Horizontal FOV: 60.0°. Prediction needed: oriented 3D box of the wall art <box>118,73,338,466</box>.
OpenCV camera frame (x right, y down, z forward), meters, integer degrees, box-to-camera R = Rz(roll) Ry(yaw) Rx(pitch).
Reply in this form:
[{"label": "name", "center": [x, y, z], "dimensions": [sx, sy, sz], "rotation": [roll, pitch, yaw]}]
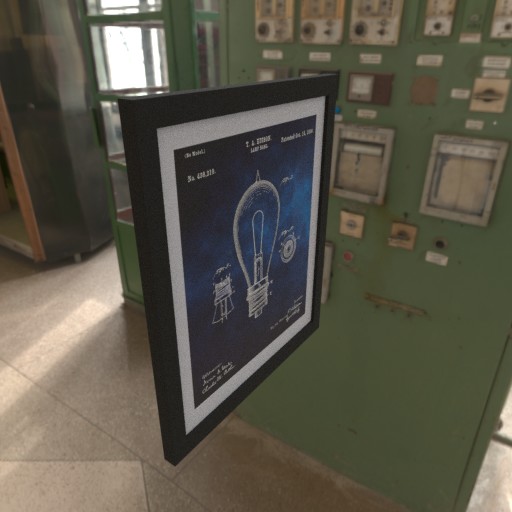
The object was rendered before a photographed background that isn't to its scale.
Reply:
[{"label": "wall art", "center": [0.000, 0.000, 0.692], "dimensions": [0.023, 0.505, 0.428], "rotation": [18, 31, 32]}]
